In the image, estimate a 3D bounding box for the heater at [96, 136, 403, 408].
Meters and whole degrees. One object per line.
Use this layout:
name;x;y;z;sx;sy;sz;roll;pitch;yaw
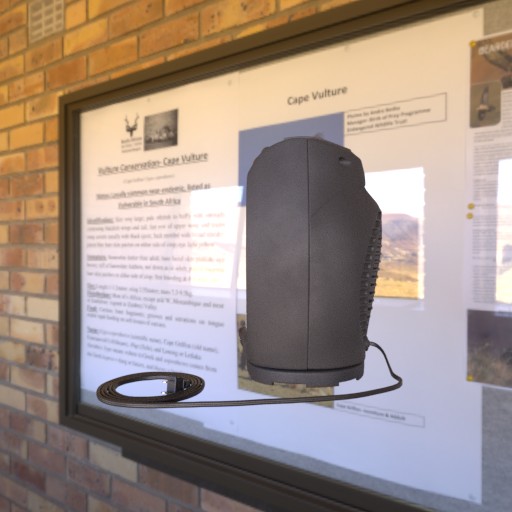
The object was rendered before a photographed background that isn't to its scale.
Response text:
heater;0.000;0.000;0.483;0.291;0.255;0.239;0;1;2
